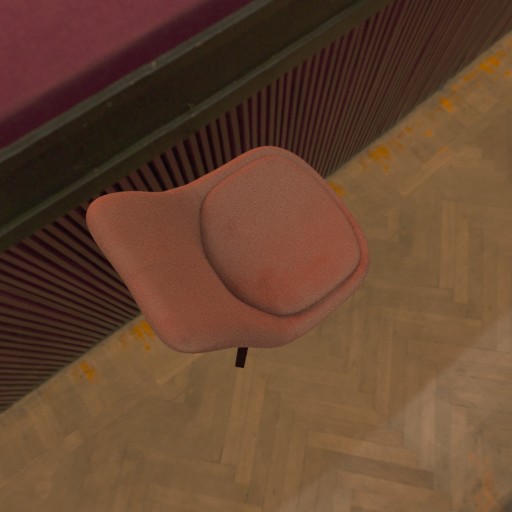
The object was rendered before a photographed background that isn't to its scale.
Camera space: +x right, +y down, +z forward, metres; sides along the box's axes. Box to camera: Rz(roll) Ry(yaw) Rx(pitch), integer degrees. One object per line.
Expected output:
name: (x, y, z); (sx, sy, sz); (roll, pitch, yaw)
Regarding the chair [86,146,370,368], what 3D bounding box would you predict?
chair: (0.000, 0.000, 1.182); (0.547, 0.865, 0.483); (-34, 78, -9)
